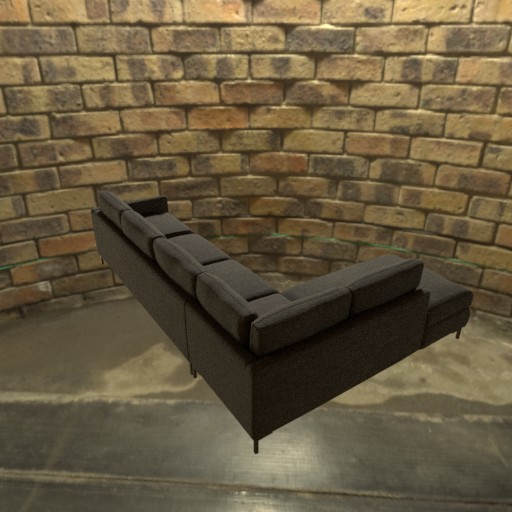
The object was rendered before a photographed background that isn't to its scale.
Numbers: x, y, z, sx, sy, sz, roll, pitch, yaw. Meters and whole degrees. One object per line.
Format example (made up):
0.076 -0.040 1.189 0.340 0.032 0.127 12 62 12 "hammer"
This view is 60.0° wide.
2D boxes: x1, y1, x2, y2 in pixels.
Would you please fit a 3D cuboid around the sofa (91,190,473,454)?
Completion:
0.000 0.000 3.897 2.007 0.815 2.949 -17 31 -30 "sofa"
